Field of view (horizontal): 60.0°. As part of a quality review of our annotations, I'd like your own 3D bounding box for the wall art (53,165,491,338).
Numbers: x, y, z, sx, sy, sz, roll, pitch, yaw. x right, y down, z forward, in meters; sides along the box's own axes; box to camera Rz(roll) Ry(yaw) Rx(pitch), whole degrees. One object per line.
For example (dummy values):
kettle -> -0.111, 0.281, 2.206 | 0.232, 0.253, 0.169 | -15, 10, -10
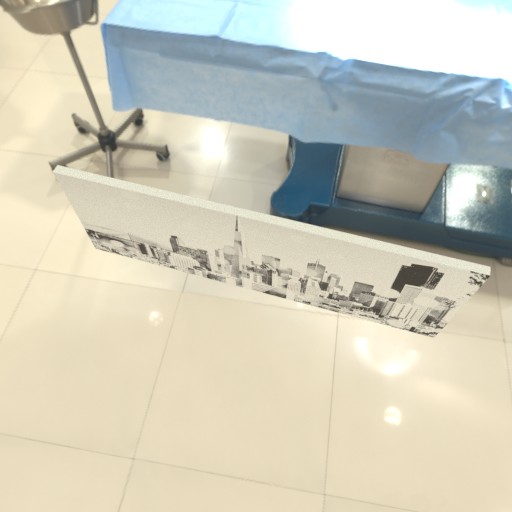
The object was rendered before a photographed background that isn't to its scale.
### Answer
wall art -> 0.000, 0.000, 1.707 | 1.520, 0.507, 0.039 | 14, 59, 9
